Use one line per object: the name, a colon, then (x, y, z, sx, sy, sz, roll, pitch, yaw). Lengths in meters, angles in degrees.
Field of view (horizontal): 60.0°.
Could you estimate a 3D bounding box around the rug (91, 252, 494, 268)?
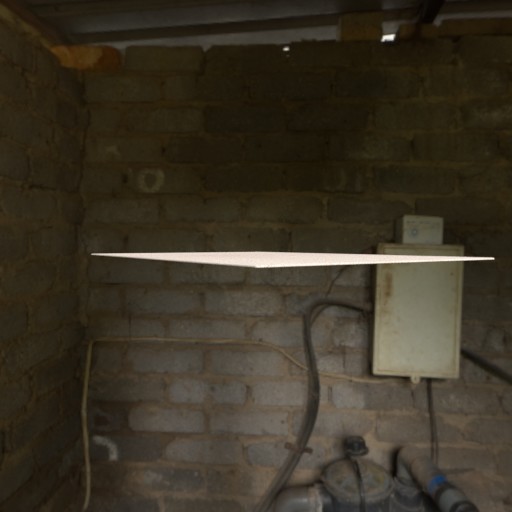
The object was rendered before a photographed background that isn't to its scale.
rug: (0.000, 0.000, 2.317, 1.236, 0.009, 1.839, -1, 2, -34)
